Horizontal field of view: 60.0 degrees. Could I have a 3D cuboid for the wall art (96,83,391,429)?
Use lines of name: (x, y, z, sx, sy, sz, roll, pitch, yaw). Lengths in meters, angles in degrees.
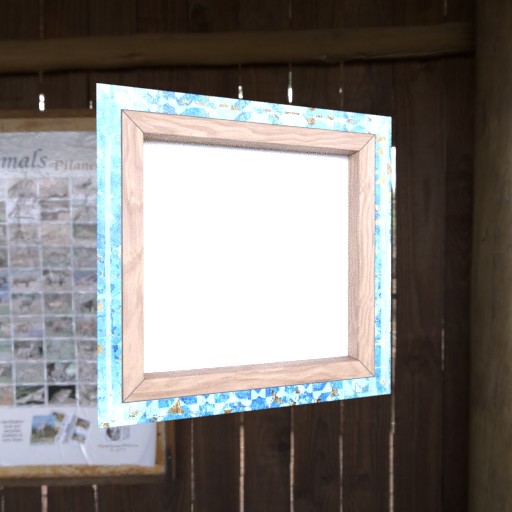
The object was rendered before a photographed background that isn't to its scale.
wall art: (0.000, 0.000, 0.601, 0.405, 0.405, 0.037, 0, 1, -19)
